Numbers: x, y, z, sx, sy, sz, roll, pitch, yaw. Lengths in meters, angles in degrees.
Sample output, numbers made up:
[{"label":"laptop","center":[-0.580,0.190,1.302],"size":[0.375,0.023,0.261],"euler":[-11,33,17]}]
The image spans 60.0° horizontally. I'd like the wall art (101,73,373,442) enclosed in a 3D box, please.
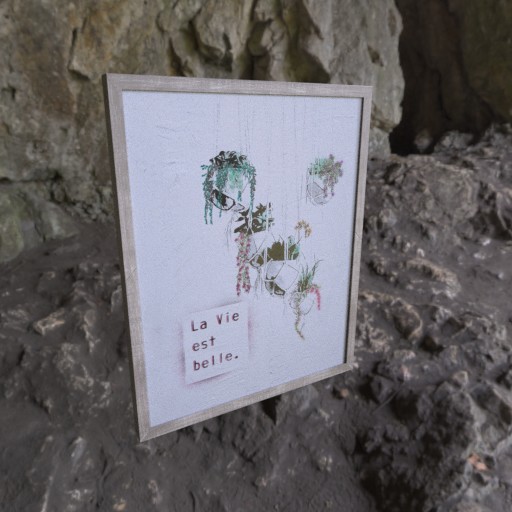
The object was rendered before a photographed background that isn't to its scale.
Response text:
[{"label":"wall art","center":[0.000,0.000,0.709],"size":[0.421,0.521,0.032],"euler":[-10,19,-28]}]
